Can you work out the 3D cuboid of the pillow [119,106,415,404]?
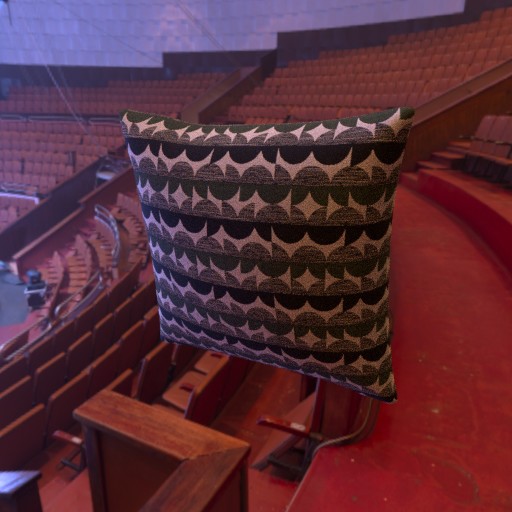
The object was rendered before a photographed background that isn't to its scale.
[{"bbox_3d":[0.000,0.000,0.636,0.419,0.404,0.180,9,19,26],"label":"pillow"}]
